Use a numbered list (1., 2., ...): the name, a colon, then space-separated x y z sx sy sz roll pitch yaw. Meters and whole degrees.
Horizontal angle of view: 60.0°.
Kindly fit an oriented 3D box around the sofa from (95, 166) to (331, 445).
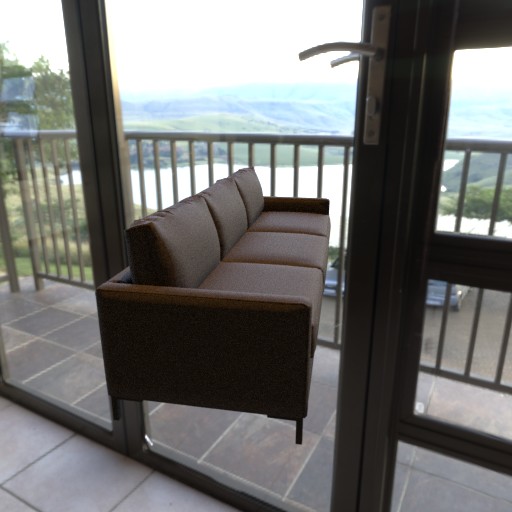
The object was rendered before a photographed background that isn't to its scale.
1. sofa: 0.000 0.000 2.748 0.876 0.882 2.253 3 18 10
